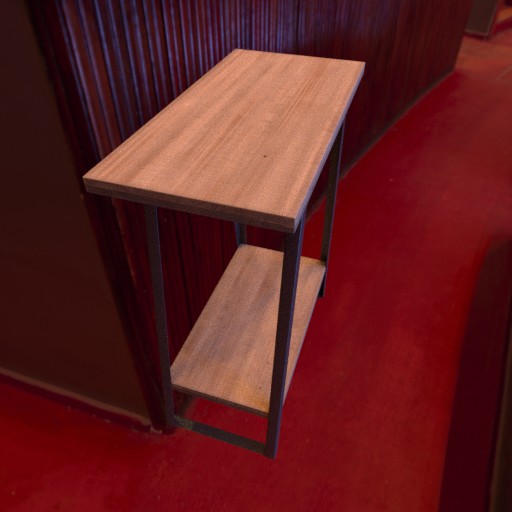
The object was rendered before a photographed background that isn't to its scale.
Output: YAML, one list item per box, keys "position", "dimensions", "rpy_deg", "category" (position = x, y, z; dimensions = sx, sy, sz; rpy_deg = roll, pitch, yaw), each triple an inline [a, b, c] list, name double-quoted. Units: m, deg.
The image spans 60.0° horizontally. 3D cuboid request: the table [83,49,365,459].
- position: [0.000, 0.000, 1.012]
  dimensions: [0.300, 0.701, 0.599]
  rpy_deg: [12, 43, 14]
  category: "table"
